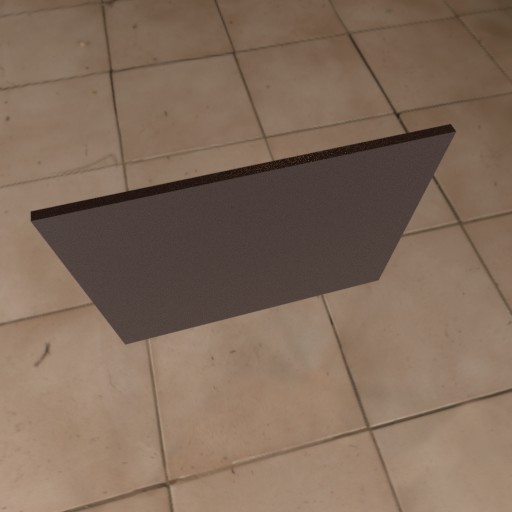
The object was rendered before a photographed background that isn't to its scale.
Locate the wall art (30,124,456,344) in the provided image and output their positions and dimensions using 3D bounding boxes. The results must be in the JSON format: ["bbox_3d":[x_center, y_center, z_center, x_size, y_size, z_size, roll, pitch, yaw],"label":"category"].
[{"bbox_3d":[0.000,0.000,1.635,1.207,0.952,0.034,-13,61,-8],"label":"wall art"}]
